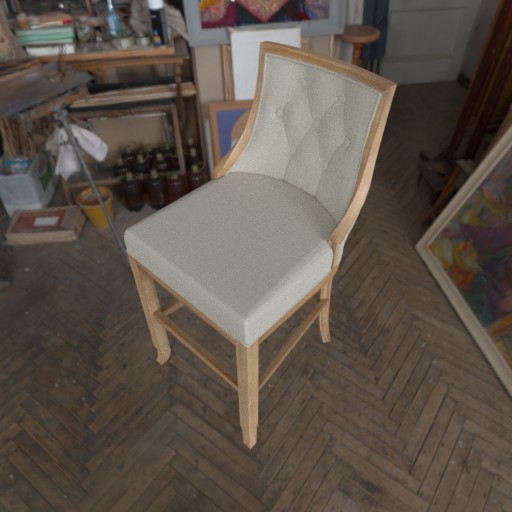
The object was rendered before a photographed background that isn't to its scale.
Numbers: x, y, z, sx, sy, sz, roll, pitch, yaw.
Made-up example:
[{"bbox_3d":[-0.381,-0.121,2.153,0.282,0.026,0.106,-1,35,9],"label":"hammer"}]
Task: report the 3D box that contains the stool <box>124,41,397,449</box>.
[{"bbox_3d":[0.000,0.000,1.448,0.524,1.101,0.626,33,54,29],"label":"stool"}]
